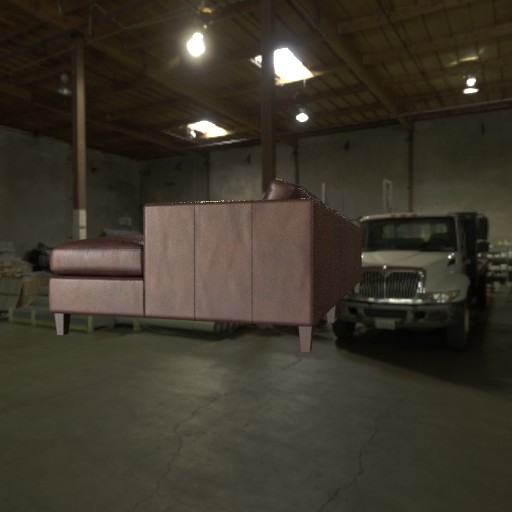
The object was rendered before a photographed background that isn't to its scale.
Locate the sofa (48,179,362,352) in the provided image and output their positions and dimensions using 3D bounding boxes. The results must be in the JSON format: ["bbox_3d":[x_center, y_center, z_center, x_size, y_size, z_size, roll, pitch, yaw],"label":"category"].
[{"bbox_3d":[0.000,0.000,3.859,1.581,0.883,3.203,0,1,17],"label":"sofa"}]
